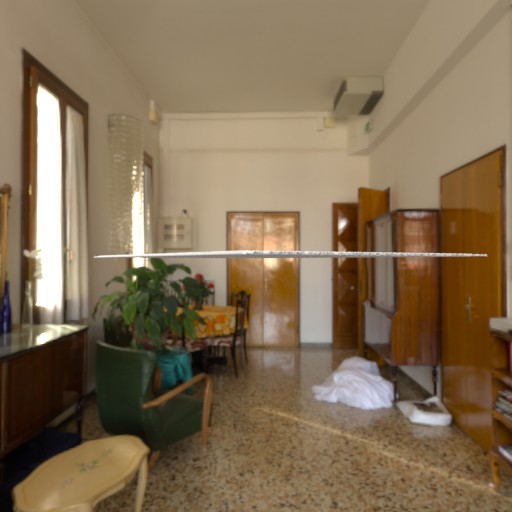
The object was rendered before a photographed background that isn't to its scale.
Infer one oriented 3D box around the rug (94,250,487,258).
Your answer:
[{"bbox_3d":[0.000,0.000,2.376,1.243,0.013,1.872,0,-1,-34],"label":"rug"}]
